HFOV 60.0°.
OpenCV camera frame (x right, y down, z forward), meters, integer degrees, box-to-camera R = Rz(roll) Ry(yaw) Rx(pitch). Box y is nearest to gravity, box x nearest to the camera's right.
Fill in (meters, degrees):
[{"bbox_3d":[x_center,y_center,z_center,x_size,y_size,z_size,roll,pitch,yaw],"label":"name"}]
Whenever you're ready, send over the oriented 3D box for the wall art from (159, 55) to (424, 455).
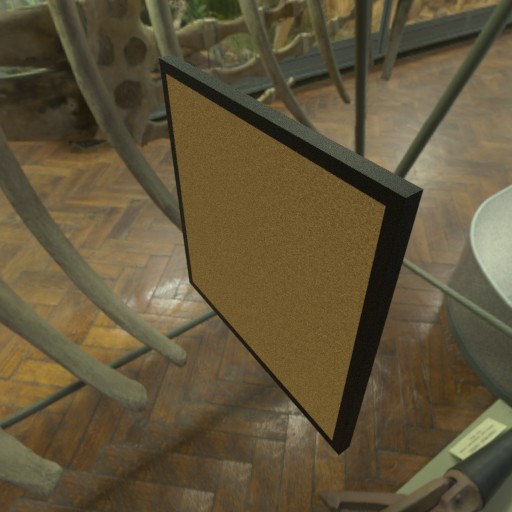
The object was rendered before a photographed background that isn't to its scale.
[{"bbox_3d":[0.000,0.000,1.102,0.038,0.762,0.762,-25,47,-26],"label":"wall art"}]
